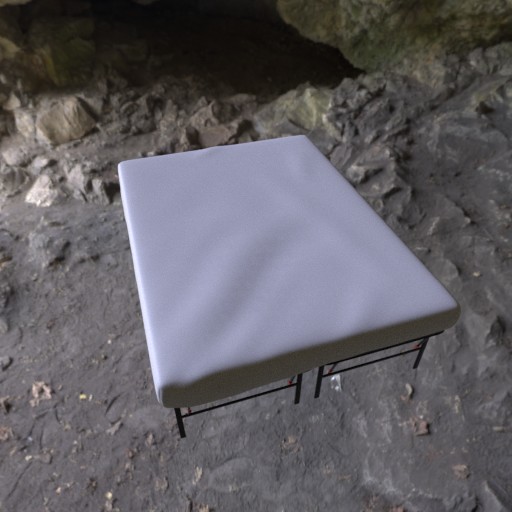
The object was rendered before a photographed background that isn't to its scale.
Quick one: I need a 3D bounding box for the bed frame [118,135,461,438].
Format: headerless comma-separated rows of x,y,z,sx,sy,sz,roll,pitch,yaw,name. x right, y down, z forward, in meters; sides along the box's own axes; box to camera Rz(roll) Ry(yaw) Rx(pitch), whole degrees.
0.000,0.000,2.991,1.584,0.667,2.151,-12,42,-13,bed frame
